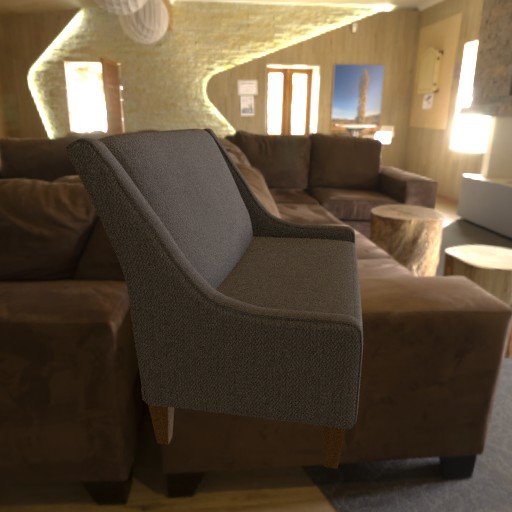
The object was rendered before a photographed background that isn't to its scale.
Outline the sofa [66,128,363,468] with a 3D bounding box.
[{"bbox_3d":[0.000,0.000,1.878,0.873,1.022,1.242,3,18,10],"label":"sofa"}]
